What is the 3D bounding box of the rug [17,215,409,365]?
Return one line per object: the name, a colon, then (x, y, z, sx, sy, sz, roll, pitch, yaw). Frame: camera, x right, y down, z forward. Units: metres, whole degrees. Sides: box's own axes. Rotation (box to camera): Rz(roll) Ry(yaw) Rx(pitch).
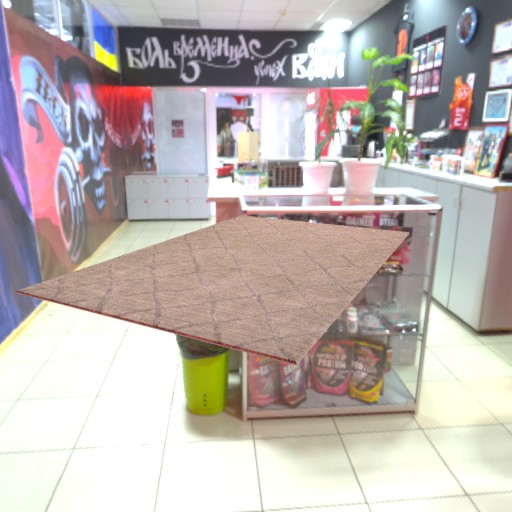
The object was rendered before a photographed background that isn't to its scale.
rug: (0.000, 0.000, 2.855, 1.521, 0.015, 2.280, 8, 18, 27)
